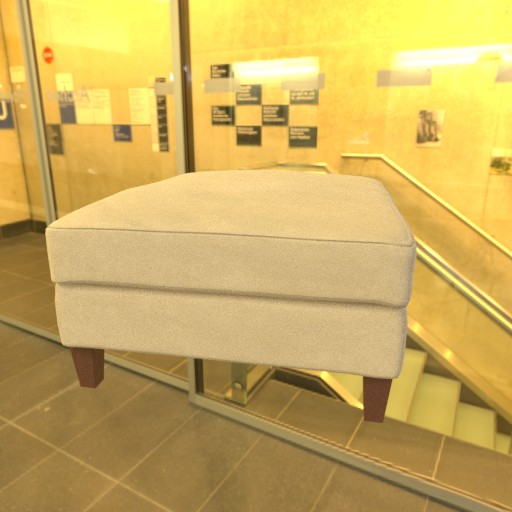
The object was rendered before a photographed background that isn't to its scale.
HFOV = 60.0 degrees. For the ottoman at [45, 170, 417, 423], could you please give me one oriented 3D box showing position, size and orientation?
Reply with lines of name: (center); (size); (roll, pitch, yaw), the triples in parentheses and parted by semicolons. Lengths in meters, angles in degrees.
ottoman: (0.000, 0.000, 1.438); (0.836, 0.492, 1.002); (3, 17, 10)
